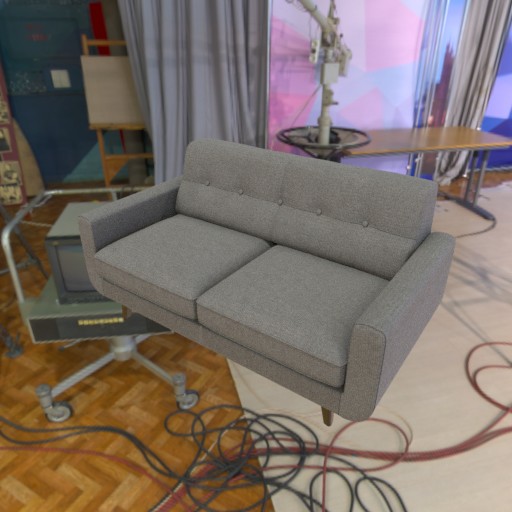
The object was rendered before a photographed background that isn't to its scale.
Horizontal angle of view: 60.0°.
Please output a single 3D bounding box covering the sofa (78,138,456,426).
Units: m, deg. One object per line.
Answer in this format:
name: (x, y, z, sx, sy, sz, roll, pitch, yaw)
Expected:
sofa: (0.000, 0.000, 2.194, 1.631, 0.841, 0.909, 19, 34, 31)
